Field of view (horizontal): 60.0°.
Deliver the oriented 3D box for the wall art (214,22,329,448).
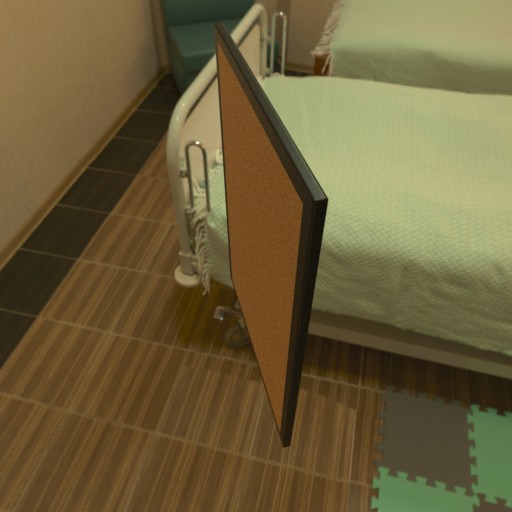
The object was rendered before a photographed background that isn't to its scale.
[{"bbox_3d":[0.000,0.000,0.830,0.016,0.657,0.480,-11,48,-10],"label":"wall art"}]
